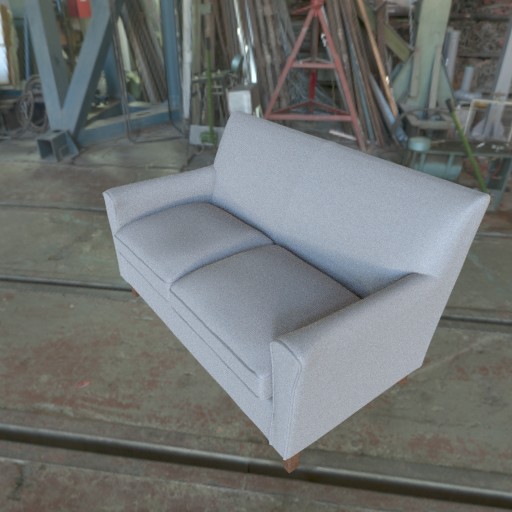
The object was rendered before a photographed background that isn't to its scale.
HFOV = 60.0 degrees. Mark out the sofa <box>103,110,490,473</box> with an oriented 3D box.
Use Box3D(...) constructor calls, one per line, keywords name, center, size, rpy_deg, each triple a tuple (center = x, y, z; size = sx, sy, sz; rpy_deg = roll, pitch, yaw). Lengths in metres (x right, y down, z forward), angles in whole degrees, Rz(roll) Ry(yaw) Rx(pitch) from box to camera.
Box3D(name="sofa", center=(0.000, 0.000, 1.998), size=(0.888, 0.890, 1.482), rpy_deg=(-22, 38, -31))
